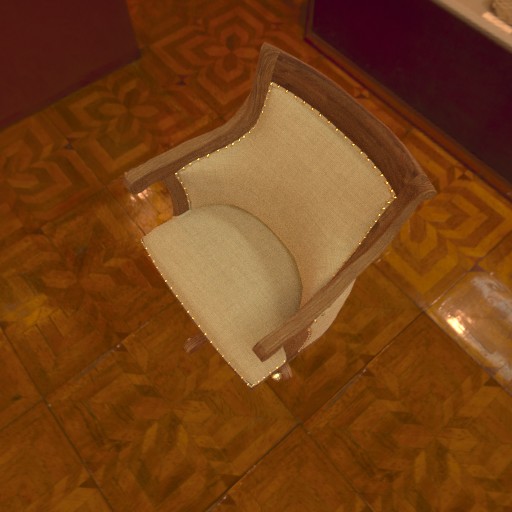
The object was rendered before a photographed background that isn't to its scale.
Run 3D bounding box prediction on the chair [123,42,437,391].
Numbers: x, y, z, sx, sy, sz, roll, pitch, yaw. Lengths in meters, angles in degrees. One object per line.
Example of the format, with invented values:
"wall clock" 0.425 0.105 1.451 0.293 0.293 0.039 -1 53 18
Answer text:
"chair" 0.000 0.000 1.436 0.689 0.965 0.656 -35 69 -16
